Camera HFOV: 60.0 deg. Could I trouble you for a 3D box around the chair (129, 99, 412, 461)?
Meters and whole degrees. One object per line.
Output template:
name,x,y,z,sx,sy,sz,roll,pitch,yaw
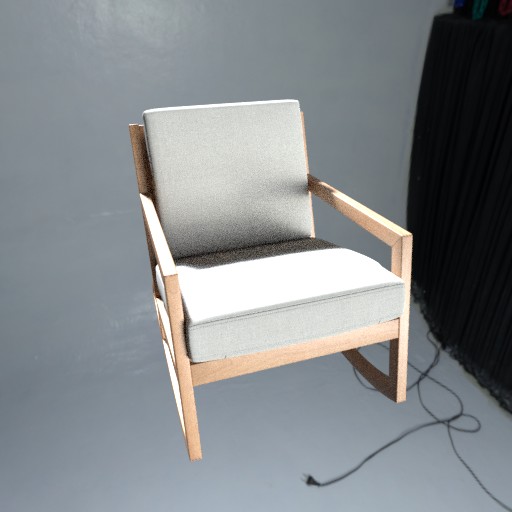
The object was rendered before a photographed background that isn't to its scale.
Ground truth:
chair,0.000,0.000,1.385,0.622,0.790,0.857,-9,32,-15
